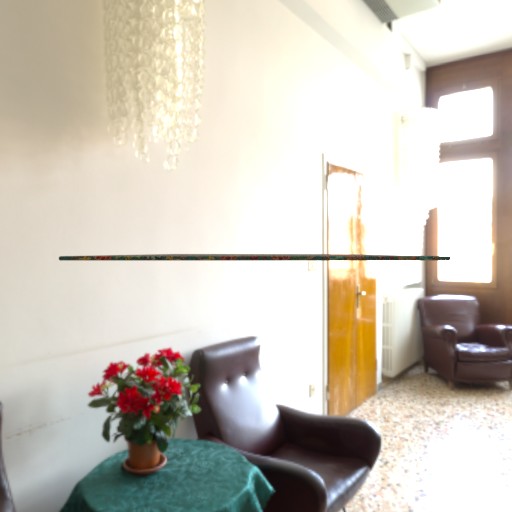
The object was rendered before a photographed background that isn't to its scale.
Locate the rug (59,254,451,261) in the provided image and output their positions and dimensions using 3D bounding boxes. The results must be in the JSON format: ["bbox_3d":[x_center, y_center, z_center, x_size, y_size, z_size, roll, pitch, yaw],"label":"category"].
[{"bbox_3d":[0.000,0.000,2.284,1.216,0.014,1.836,0,0,0],"label":"rug"}]
